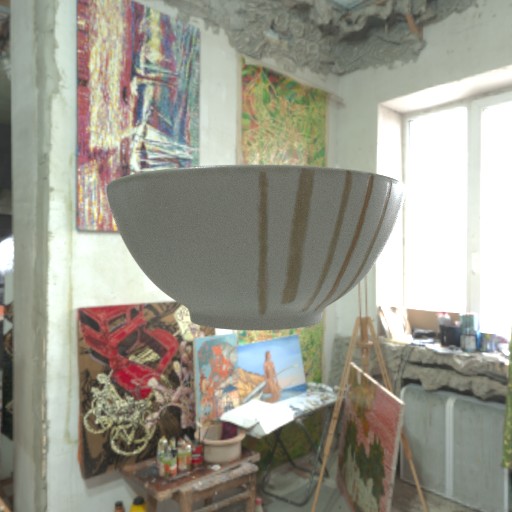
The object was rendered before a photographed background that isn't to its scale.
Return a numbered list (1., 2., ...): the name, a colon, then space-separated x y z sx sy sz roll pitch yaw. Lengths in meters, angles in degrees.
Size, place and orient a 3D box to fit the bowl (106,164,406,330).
1. bowl: 0.000 0.000 0.419 0.268 0.121 0.268 0 1 0
